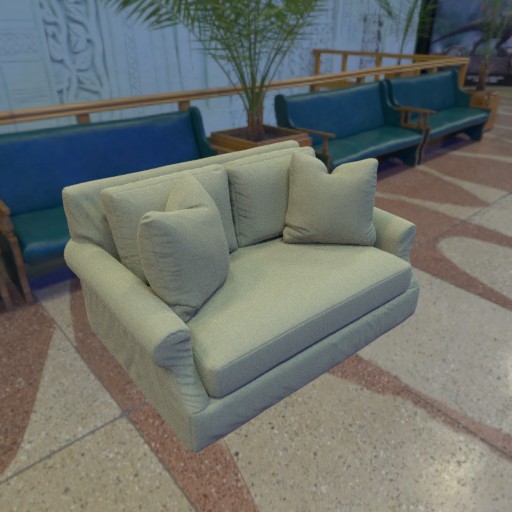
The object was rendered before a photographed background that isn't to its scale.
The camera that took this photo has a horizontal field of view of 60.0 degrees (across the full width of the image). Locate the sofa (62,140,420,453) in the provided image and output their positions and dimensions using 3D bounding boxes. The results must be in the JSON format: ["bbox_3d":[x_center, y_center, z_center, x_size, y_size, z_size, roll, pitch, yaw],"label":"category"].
[{"bbox_3d":[0.000,0.000,2.202,1.550,0.905,1.070,-21,35,-34],"label":"sofa"}]
